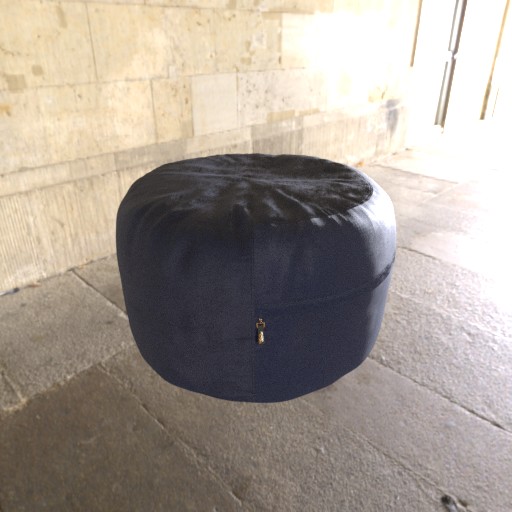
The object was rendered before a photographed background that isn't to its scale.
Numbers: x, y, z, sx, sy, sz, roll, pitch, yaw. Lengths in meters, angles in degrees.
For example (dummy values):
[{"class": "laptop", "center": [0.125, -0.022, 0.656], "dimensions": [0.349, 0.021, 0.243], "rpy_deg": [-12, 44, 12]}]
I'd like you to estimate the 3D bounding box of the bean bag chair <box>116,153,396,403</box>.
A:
[{"class": "bean bag chair", "center": [0.000, 0.000, 2.047], "dimensions": [1.219, 0.762, 1.219], "rpy_deg": [0, 26, 0]}]
